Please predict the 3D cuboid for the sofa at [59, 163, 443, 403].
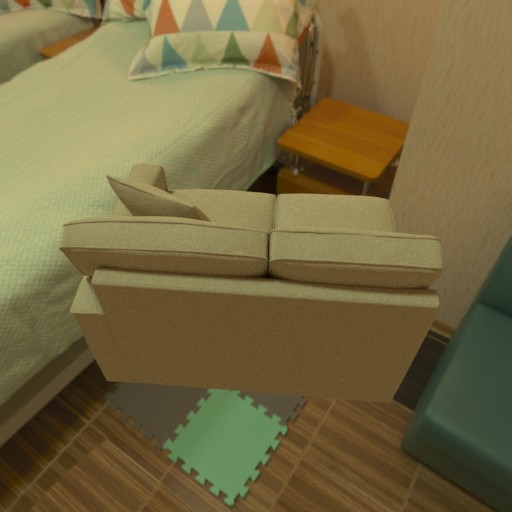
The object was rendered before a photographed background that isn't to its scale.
[{"bbox_3d":[0.000,0.000,2.105,1.388,0.989,0.991,4,47,3],"label":"sofa"}]
